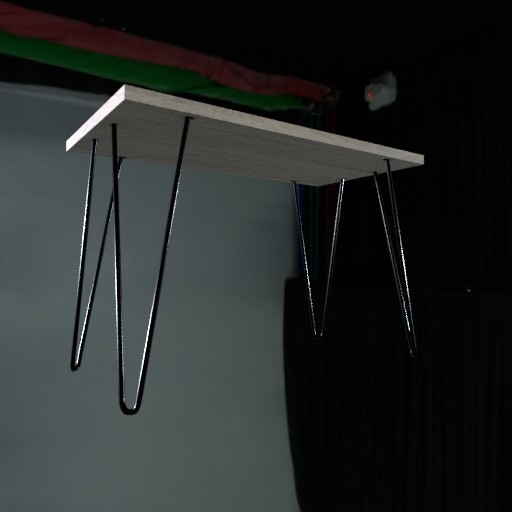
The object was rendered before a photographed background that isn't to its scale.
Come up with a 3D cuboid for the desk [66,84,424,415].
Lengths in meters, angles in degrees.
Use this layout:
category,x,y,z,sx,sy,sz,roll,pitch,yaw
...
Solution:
category,x,y,z,sx,sy,sz,roll,pitch,yaw
desk,0.000,0.000,1.359,0.991,0.660,0.499,1,-1,-35
